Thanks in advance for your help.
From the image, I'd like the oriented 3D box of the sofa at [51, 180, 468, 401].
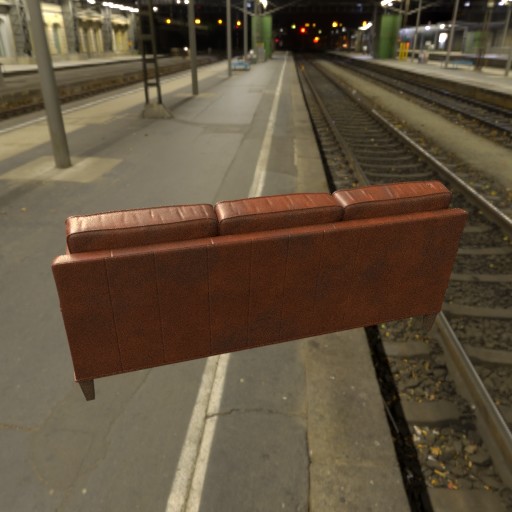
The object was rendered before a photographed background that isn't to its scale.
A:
[{"bbox_3d":[0.000,0.000,2.778,2.240,1.003,1.084,-8,27,-16],"label":"sofa"}]
